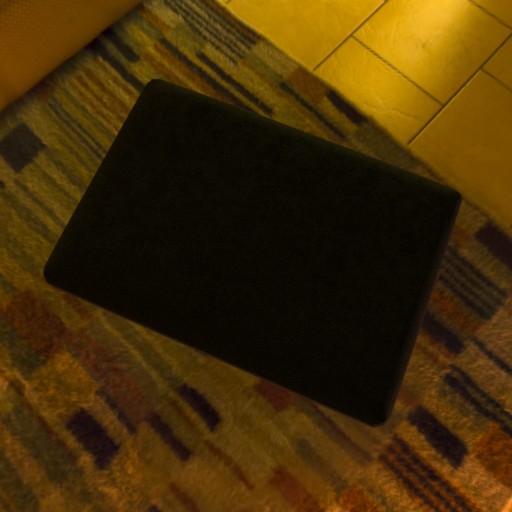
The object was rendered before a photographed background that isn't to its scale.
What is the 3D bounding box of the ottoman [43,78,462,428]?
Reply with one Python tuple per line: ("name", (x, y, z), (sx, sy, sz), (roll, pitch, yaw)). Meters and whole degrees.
("ottoman", (0.000, 0.000, 1.211), (0.835, 0.498, 0.587), (22, 77, 6))
